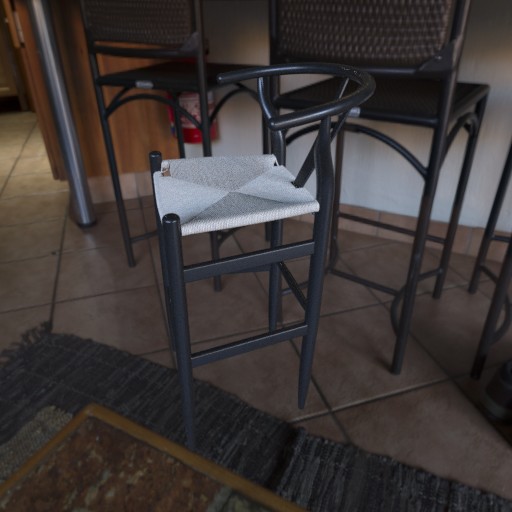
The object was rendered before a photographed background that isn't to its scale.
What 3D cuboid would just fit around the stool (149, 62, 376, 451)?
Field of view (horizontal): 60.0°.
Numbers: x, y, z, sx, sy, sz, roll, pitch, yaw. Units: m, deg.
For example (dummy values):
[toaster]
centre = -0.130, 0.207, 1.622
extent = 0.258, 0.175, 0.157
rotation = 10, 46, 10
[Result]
[stool]
centre = 0.000, 0.000, 1.385
extent = 0.579, 1.072, 0.569
rotation = -8, 32, -13
